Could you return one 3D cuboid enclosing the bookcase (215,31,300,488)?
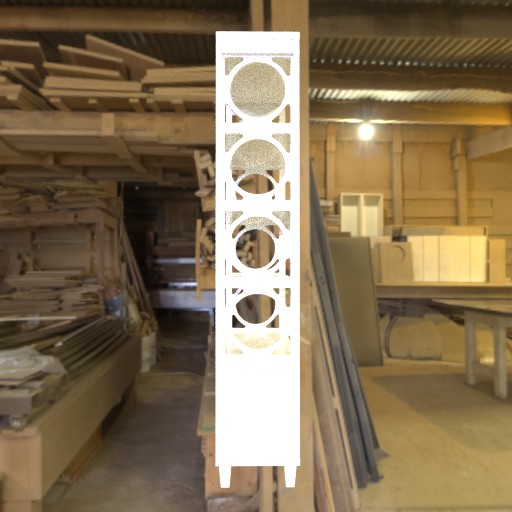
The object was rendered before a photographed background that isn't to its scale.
[{"bbox_3d":[0.000,0.000,2.143,0.361,1.869,0.761,0,-1,-1],"label":"bookcase"}]
